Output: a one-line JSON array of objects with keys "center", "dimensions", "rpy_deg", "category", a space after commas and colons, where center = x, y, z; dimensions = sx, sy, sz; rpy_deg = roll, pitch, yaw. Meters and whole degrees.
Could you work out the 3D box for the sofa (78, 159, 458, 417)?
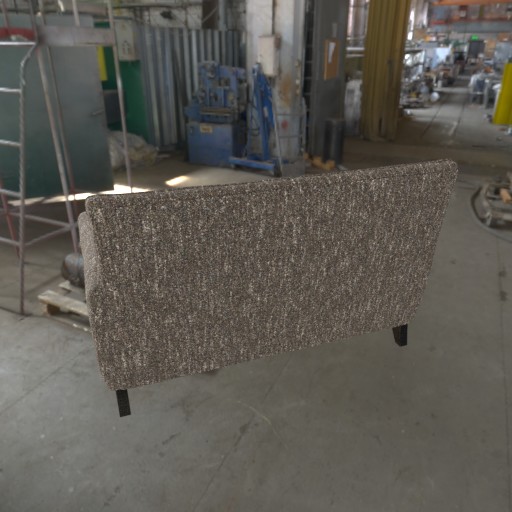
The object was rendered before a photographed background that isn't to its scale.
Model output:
[{"center": [0.000, 0.000, 2.072], "dimensions": [1.519, 0.946, 0.801], "rpy_deg": [-9, 27, -18], "category": "sofa"}]
